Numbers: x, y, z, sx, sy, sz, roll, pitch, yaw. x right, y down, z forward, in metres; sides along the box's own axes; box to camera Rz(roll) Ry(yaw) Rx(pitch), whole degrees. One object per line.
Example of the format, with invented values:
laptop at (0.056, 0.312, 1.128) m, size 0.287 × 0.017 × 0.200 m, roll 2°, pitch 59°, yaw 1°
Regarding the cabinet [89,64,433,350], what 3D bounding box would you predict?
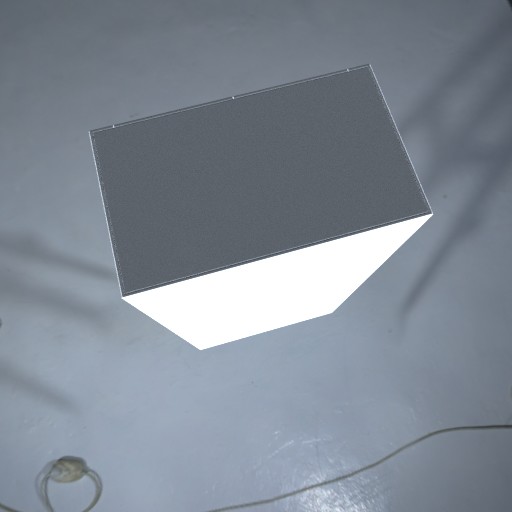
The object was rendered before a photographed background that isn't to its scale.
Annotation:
cabinet at (0.000, 0.000, 2.337) m, size 0.980 × 1.920 × 0.580 m, roll -15°, pitch 74°, yaw -4°
